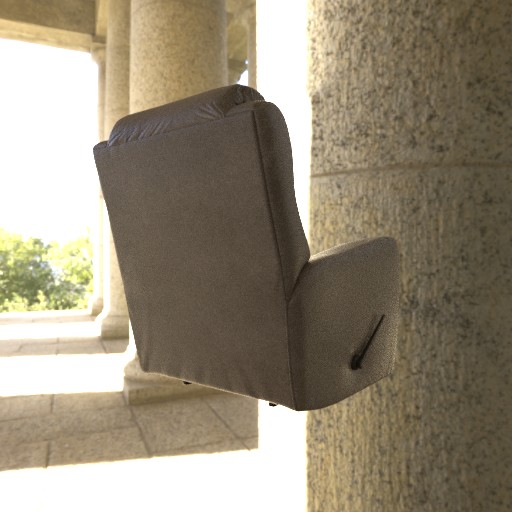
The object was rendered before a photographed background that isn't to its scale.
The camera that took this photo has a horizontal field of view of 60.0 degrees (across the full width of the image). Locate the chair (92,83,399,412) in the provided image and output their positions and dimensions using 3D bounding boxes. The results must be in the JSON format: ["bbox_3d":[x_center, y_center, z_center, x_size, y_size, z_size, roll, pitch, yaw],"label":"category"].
[{"bbox_3d":[0.000,0.000,1.927,0.967,1.116,1.068,0,0,38],"label":"chair"}]
